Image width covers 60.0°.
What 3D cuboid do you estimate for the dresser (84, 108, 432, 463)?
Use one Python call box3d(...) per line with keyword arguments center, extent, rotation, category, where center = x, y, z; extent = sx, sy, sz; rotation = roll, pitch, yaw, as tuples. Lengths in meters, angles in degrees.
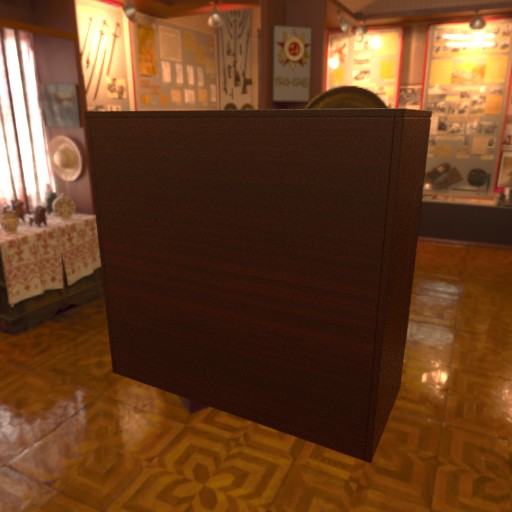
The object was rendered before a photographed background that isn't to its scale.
box3d(center=(0.000, 0.000, 1.160), extent=(0.750, 0.720, 0.360), rotation=(9, 19, 27), category="dresser")
